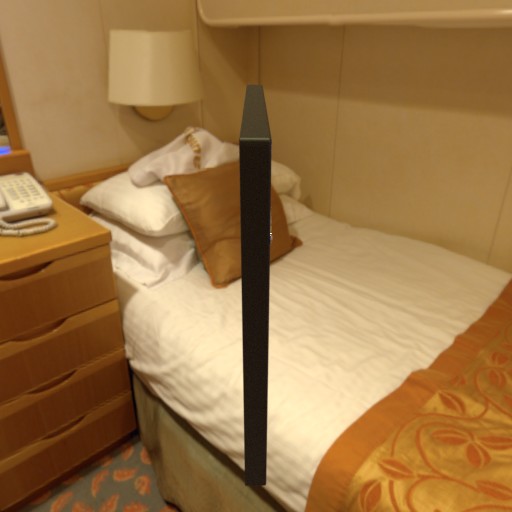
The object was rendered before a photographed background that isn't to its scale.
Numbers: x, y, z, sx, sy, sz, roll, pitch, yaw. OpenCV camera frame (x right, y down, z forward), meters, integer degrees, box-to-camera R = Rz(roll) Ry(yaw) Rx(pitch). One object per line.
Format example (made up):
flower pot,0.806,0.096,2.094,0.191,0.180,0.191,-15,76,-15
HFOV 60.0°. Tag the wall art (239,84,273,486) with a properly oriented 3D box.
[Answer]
wall art,0.000,0.000,0.921,0.043,0.611,0.610,0,27,0
